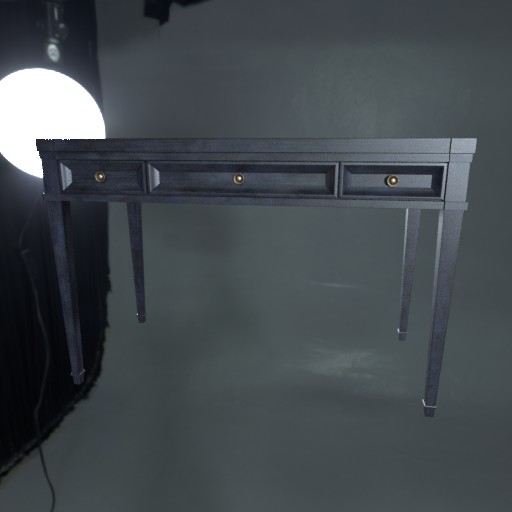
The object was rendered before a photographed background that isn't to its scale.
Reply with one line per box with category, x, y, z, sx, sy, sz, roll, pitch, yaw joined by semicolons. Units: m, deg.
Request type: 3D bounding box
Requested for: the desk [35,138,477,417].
desk;0.000;0.000;1.682;1.289;0.861;0.630;2;15;9
